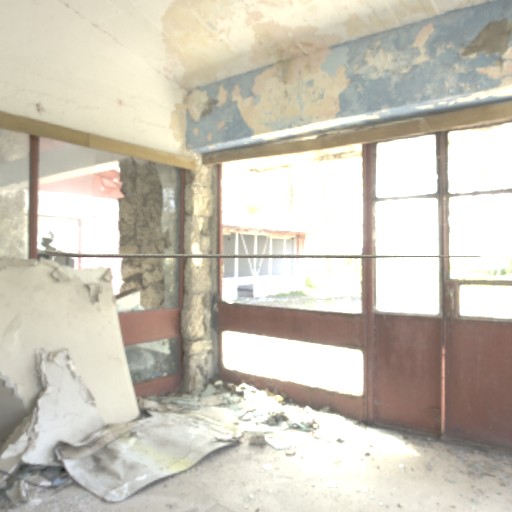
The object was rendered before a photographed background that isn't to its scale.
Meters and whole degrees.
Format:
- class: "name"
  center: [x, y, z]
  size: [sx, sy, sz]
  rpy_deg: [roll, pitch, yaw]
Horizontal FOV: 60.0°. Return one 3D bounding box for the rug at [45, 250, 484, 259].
- class: "rug"
  center: [0.000, 0.000, 2.433]
  size: [1.947, 0.023, 1.214]
  rpy_deg: [0, -1, -17]
